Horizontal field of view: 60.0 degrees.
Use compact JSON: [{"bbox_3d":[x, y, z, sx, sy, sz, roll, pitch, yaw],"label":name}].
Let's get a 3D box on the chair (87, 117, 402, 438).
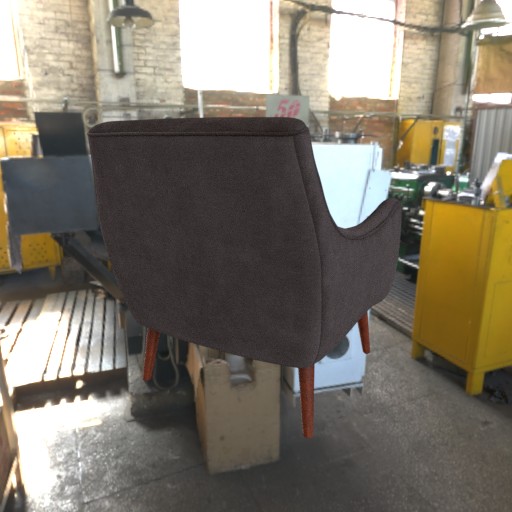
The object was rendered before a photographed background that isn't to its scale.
[{"bbox_3d":[0.000,0.000,1.444,0.762,0.838,0.787,8,17,29],"label":"chair"}]
